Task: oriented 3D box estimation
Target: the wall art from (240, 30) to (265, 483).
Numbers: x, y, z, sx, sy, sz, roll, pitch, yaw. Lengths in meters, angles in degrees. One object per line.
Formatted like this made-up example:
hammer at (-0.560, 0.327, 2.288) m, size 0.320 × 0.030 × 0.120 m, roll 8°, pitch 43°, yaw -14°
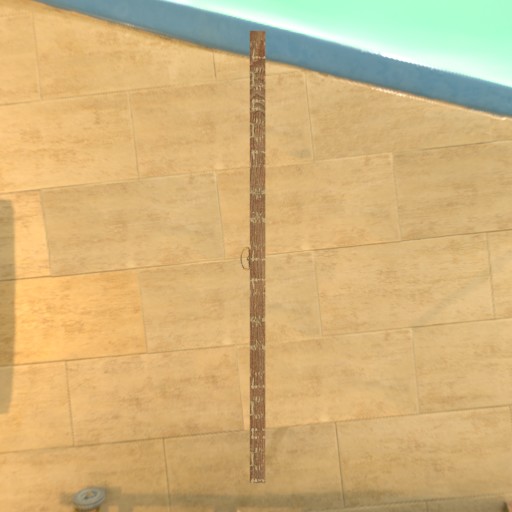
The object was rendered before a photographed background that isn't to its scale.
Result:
wall art at (0.000, 0.000, 0.562) m, size 0.022 × 0.380 × 0.380 m, roll 0°, pitch 90°, yaw 1°
